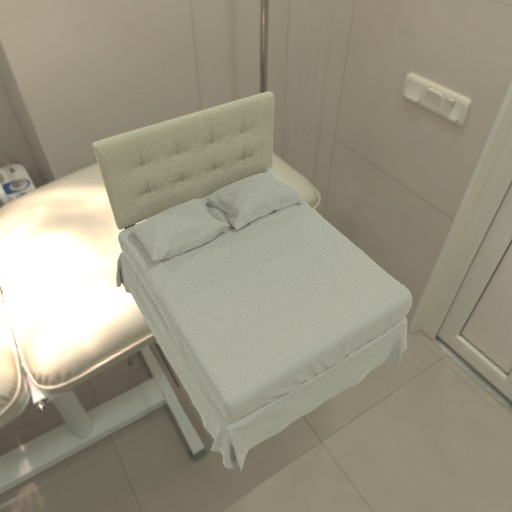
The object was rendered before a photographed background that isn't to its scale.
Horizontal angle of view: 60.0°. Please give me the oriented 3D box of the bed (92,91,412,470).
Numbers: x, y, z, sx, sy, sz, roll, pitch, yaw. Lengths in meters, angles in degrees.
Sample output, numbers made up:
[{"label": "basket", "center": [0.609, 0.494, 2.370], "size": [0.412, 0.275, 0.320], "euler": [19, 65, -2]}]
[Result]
[{"label": "bed", "center": [0.000, 0.000, 3.582], "size": [1.936, 1.577, 2.222], "euler": [-25, 50, -22]}]
